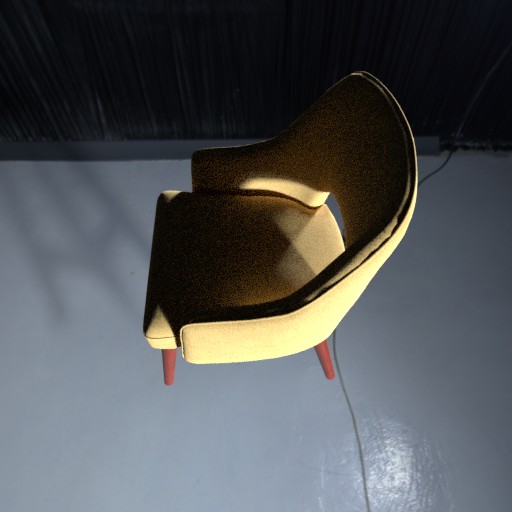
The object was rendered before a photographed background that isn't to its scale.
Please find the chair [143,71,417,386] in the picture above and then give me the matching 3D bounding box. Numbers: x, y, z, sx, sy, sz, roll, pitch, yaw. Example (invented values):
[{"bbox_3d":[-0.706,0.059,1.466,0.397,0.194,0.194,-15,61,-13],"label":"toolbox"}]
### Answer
[{"bbox_3d":[0.000,0.000,1.185,0.605,0.849,0.548,-1,59,-1],"label":"chair"}]
